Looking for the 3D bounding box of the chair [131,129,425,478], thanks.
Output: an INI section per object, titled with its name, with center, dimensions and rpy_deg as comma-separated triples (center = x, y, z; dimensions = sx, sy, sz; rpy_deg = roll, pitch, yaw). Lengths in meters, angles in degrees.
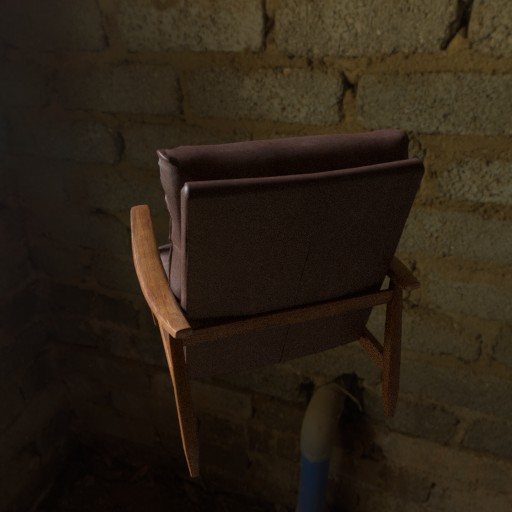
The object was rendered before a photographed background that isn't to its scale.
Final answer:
[chair]
center = 0.000, 0.000, 1.478
dimensions = 0.782, 0.897, 0.830
rpy_deg = -9, 29, -17
